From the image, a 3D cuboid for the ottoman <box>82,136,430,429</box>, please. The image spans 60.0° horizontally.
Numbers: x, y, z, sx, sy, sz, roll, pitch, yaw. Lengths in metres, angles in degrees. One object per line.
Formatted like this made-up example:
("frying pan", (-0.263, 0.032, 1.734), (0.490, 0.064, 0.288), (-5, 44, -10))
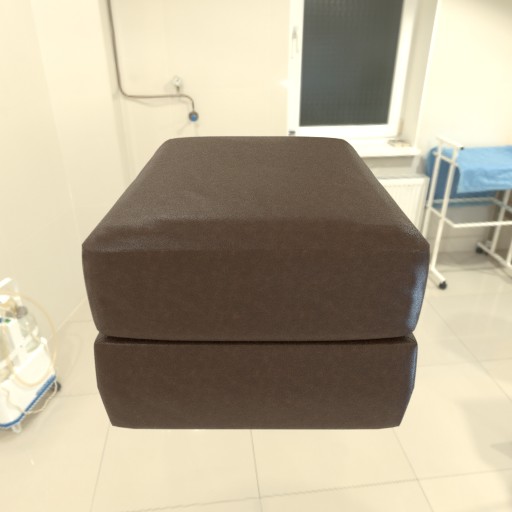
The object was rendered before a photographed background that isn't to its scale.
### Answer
("ottoman", (0.000, 0.000, 1.107), (0.603, 0.476, 0.751), (0, 28, 0))
